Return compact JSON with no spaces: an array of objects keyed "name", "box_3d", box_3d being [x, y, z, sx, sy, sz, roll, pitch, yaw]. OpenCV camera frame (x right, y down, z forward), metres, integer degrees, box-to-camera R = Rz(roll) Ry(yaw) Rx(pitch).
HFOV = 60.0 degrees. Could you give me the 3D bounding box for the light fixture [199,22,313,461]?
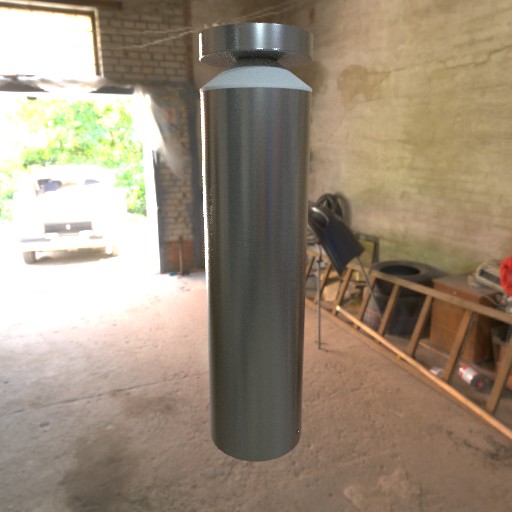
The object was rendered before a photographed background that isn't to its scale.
[{"name":"light fixture","box_3d":[0.000,0.000,0.442,0.102,0.400,0.102,8,17,28]}]
